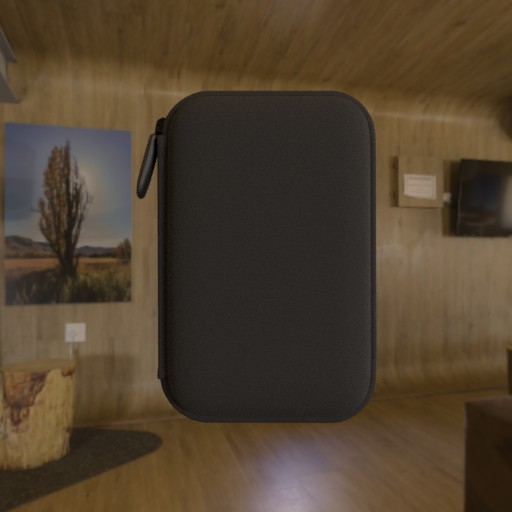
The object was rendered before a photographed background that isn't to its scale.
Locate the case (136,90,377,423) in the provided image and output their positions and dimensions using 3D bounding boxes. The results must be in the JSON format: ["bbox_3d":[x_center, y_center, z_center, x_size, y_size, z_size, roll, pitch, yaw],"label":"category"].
[{"bbox_3d":[0.000,0.000,0.198,0.107,0.147,0.030,0,-1,0],"label":"case"}]
